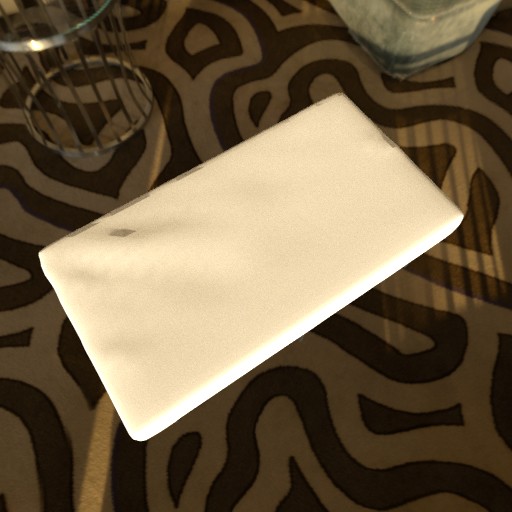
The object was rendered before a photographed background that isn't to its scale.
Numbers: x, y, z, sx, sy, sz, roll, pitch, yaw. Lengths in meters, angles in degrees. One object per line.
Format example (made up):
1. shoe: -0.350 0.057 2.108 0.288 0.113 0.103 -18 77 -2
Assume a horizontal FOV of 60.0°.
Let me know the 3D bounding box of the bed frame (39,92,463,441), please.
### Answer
1. bed frame: 0.000 0.000 2.418 1.908 0.640 1.025 -31 69 -14
